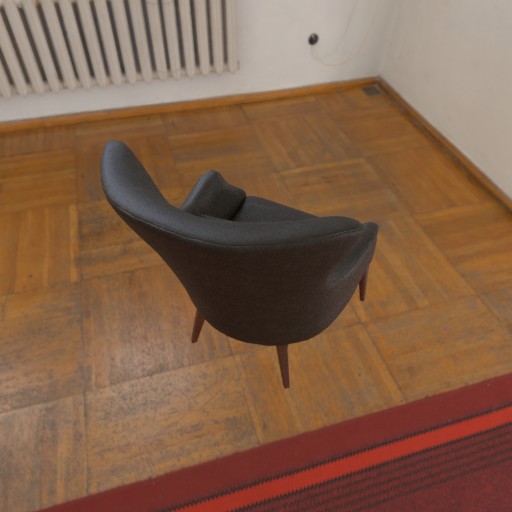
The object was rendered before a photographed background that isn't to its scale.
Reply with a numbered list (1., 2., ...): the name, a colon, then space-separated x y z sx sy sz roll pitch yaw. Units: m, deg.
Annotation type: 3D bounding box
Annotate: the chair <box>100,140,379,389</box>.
1. chair: 0.000 0.000 1.691 0.819 1.068 0.954 21 50 19
